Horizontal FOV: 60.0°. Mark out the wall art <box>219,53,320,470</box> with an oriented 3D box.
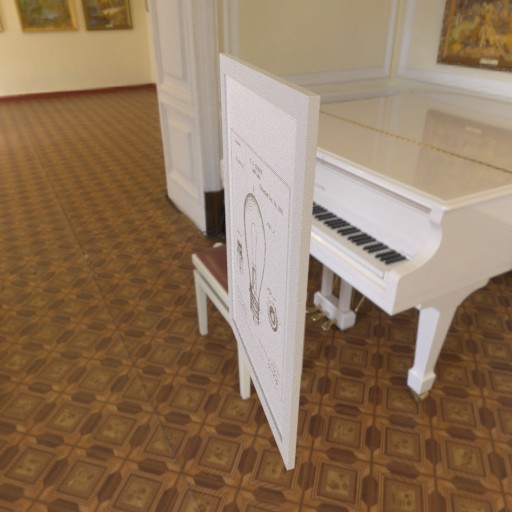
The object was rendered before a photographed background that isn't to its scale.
[{"bbox_3d":[0.000,0.000,0.603,0.010,0.474,0.325,-9,31,-14],"label":"wall art"}]
